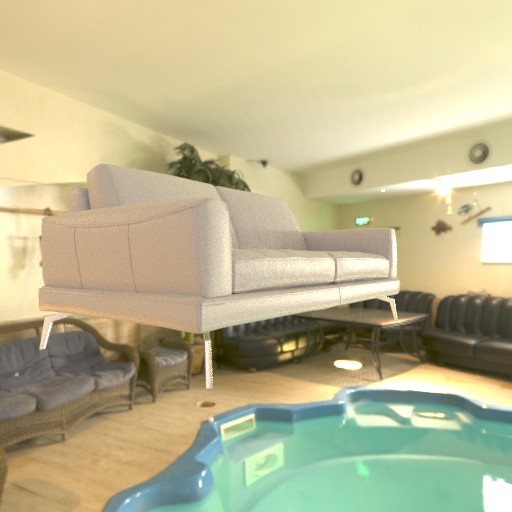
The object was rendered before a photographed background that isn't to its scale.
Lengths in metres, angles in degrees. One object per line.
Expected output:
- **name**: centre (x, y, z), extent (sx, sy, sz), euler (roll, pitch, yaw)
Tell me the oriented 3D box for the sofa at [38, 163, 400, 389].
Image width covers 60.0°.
- **sofa**: centre (0.000, 0.000, 2.692), extent (1.121, 0.930, 2.177), euler (0, -1, 36)
